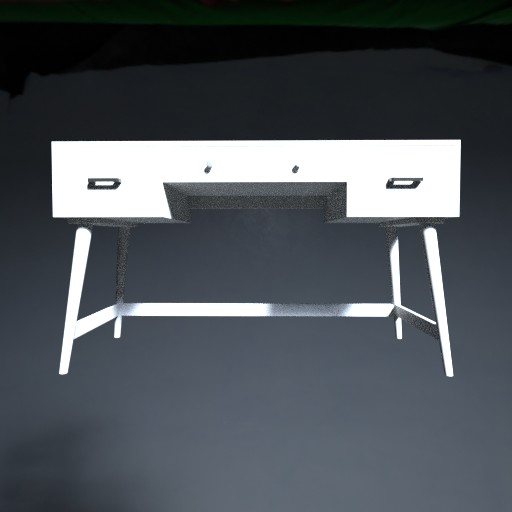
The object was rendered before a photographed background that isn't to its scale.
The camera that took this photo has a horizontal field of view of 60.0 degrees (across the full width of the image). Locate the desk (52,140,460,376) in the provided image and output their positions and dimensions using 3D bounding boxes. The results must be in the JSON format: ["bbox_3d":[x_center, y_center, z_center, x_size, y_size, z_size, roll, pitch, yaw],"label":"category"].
[{"bbox_3d":[0.000,0.000,1.715,1.313,0.762,0.589,0,2,1],"label":"desk"}]
